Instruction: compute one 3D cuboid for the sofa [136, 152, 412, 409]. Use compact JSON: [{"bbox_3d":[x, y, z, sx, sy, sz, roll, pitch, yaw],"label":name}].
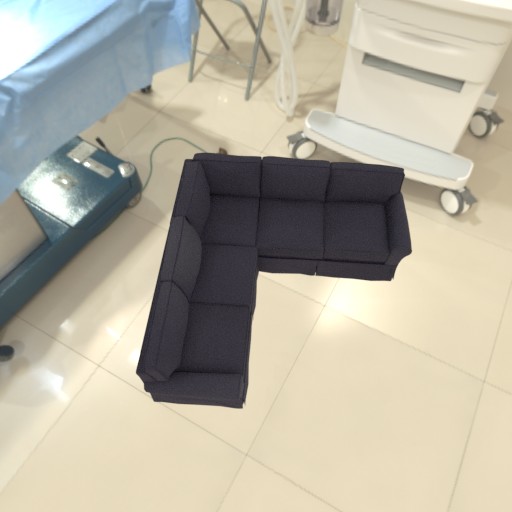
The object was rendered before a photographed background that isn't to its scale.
[{"bbox_3d":[0.000,0.000,5.120,2.874,1.169,3.773,31,62,19],"label":"sofa"}]
